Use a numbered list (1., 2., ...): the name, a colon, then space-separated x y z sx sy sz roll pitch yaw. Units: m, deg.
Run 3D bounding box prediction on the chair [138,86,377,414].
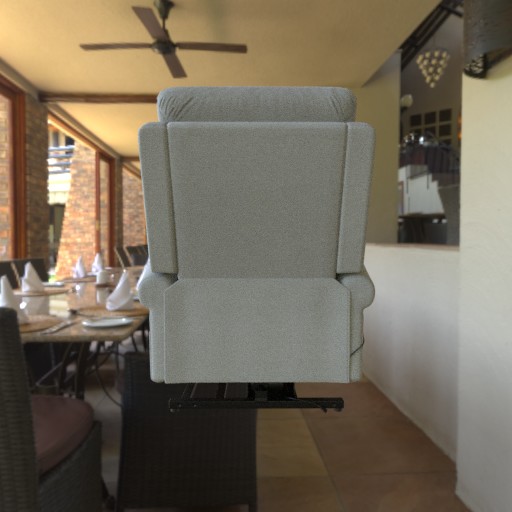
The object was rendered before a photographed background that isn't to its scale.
1. chair: 0.000 0.000 1.739 0.871 1.031 0.979 0 2 0
